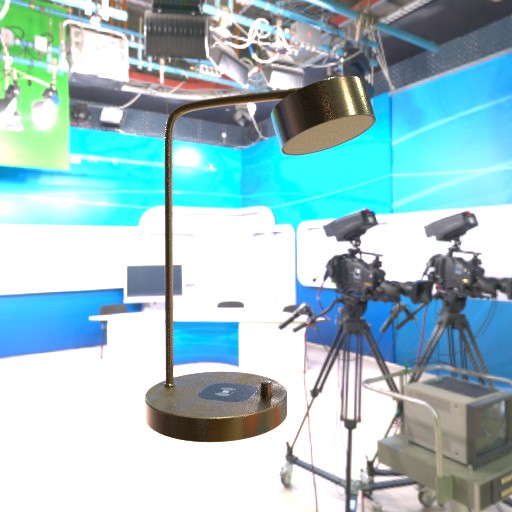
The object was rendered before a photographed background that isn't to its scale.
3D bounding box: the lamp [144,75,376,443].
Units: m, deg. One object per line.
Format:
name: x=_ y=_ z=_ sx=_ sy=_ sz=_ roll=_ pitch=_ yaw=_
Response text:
lamp: x=0.000 y=0.000 z=0.519 sx=0.270 sy=0.380 sz=0.171 roll=0 pitch=1 yaw=17
